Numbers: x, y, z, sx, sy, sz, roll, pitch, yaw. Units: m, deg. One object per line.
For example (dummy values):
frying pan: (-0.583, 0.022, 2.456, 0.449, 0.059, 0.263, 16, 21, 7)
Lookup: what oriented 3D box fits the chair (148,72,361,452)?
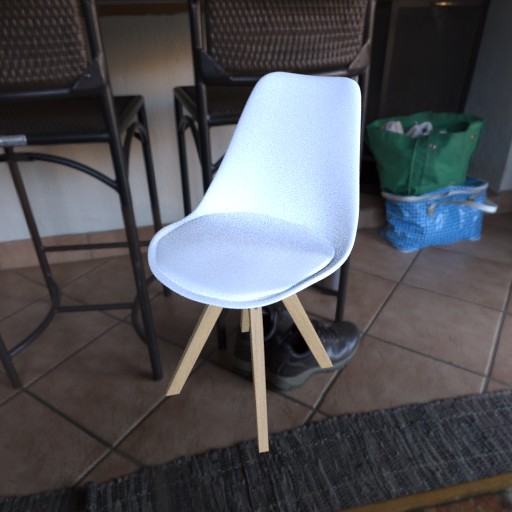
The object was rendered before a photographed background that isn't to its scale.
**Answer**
chair: (0.000, 0.000, 1.181, 0.485, 0.849, 0.550, 19, 34, 30)
